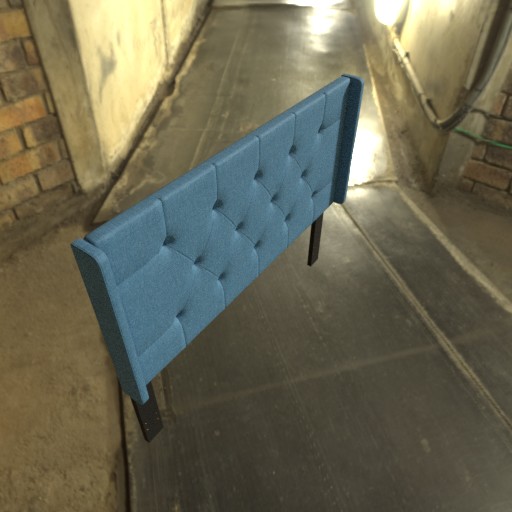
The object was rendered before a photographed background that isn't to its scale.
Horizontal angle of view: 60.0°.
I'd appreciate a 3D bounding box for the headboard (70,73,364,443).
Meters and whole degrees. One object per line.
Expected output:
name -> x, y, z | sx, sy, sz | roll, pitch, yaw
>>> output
headboard -> 0.000, 0.000, 2.623 | 0.184, 1.524, 2.051 | 25, 47, 26
